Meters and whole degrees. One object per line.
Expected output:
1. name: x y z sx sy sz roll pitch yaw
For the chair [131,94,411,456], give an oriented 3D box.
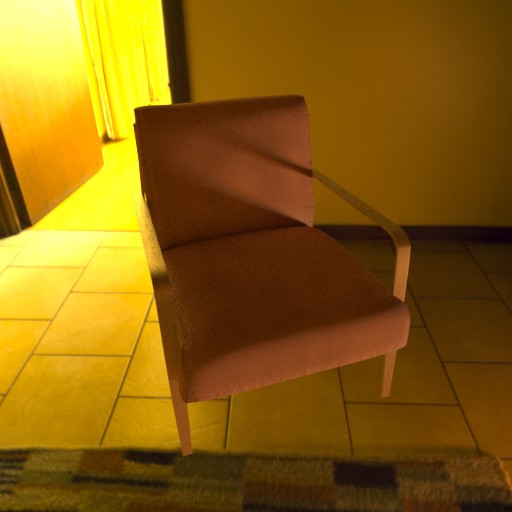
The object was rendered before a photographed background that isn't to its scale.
1. chair: 0.000 0.000 1.453 0.701 0.823 0.848 -10 35 -15
